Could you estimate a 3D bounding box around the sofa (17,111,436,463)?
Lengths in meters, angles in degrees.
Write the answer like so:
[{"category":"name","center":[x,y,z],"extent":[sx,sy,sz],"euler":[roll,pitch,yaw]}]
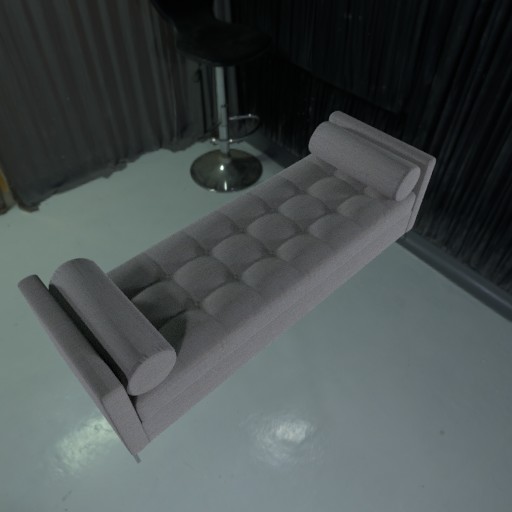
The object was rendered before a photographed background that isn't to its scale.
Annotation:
[{"category":"sofa","center":[0.000,0.000,2.264],"extent":[1.981,0.635,0.686],"euler":[-34,56,-27]}]
